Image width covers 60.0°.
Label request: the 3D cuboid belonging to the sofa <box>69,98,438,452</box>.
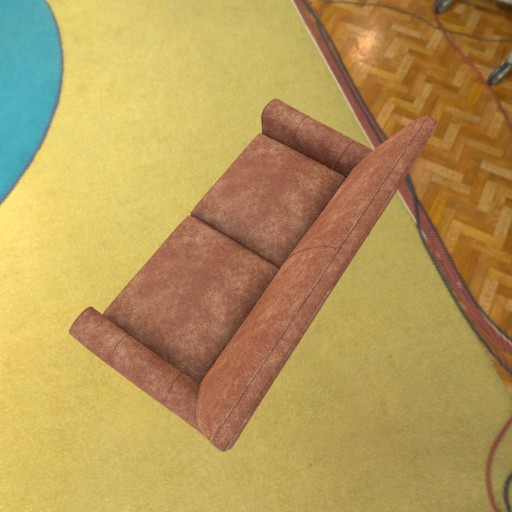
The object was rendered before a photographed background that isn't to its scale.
[{"bbox_3d":[0.000,0.000,1.988,0.787,0.871,1.473,31,68,14],"label":"sofa"}]
